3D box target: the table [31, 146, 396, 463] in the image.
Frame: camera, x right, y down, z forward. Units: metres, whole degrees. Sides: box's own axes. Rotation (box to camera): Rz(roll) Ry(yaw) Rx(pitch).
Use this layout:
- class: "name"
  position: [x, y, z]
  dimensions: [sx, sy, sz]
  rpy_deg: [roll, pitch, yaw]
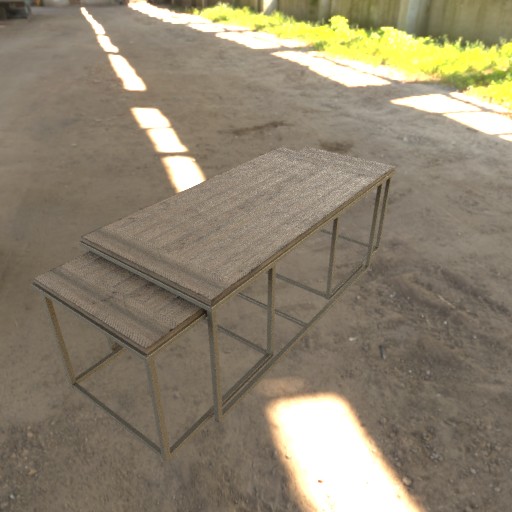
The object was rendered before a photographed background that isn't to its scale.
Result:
- class: "table"
  position: [0.000, 0.000, 1.536]
  dimensions: [0.489, 0.427, 1.312]
  rpy_deg: [22, 38, 31]
